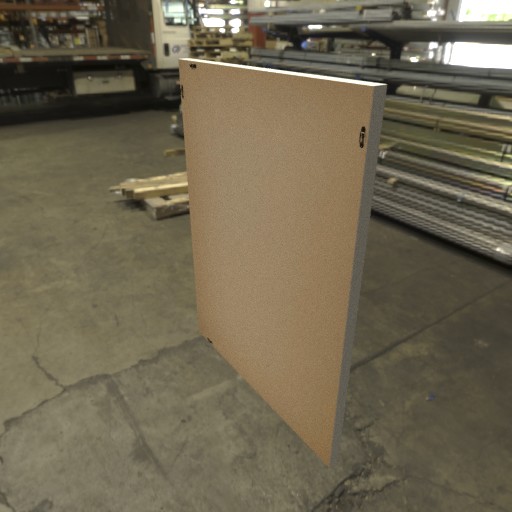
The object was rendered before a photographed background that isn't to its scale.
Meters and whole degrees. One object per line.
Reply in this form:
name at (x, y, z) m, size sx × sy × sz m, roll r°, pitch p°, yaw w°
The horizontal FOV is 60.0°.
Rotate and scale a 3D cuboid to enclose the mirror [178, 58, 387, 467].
mirror at (0.000, 0.000, 1.298) m, size 0.040 × 1.016 × 0.762 m, roll -18°, pitch 33°, yaw -31°
